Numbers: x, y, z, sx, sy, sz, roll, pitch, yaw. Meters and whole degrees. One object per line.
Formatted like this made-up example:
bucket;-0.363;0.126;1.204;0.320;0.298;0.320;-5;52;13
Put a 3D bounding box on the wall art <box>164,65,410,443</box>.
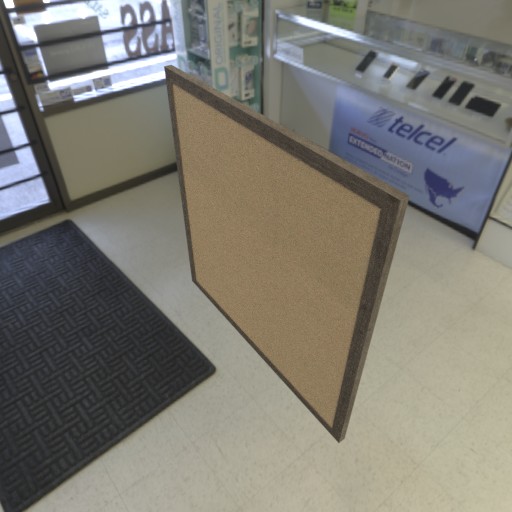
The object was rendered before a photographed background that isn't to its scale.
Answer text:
wall art;0.000;0.000;0.692;0.013;0.457;0.457;-26;47;-27
